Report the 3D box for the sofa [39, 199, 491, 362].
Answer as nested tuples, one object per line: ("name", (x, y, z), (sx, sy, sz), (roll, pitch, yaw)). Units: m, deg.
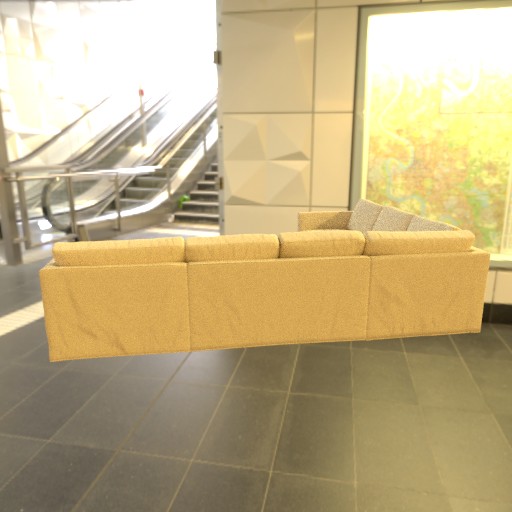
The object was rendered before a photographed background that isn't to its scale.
("sofa", (0.000, 0.000, 4.513), (3.460, 0.882, 2.427), (-2, 14, -8))
